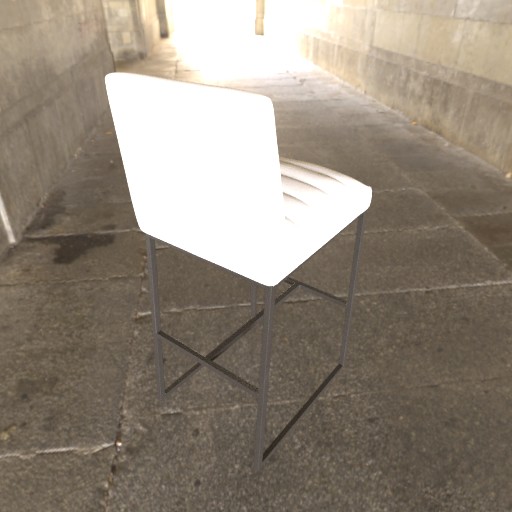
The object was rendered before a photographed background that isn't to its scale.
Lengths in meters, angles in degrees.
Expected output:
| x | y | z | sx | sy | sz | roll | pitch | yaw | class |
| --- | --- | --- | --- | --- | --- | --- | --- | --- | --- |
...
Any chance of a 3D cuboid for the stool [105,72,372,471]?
| x | y | z | sx | sy | sz | roll | pitch | yaw | class |
| --- | --- | --- | --- | --- | --- | --- | --- | --- | --- |
| 0.000 | 0.000 | 1.330 | 0.464 | 1.061 | 0.573 | 22 | 37 | 32 | stool |
